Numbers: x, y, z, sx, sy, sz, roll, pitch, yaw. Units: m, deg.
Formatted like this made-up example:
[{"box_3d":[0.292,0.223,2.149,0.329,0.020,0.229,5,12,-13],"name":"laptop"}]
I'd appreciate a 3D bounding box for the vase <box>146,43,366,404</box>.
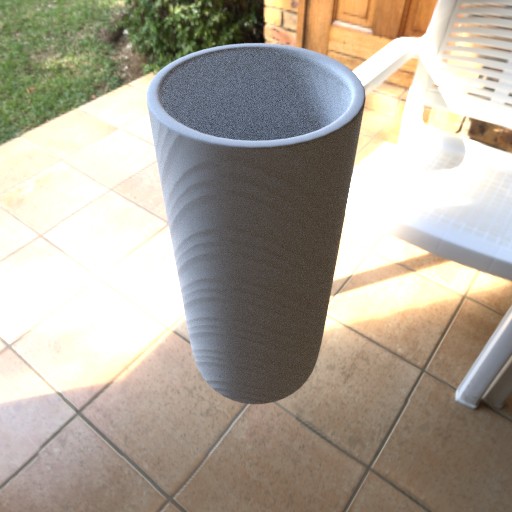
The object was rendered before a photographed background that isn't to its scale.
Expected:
[{"box_3d":[0.000,0.000,0.396,0.143,0.316,0.143,0,47,0],"name":"vase"}]
